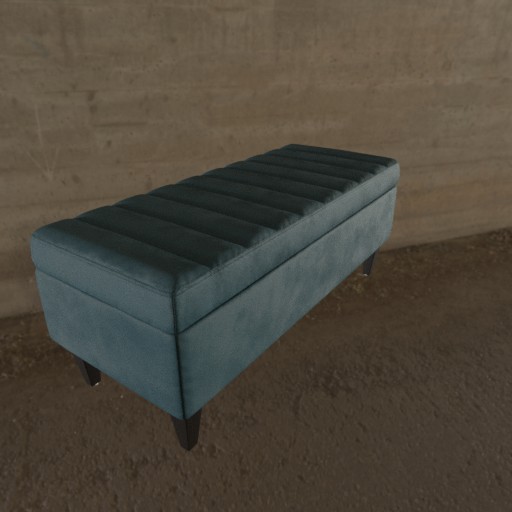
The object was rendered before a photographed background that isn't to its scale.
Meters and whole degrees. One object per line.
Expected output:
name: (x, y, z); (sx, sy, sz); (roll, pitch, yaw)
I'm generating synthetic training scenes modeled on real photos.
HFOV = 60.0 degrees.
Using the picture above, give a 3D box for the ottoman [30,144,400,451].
ottoman: (0.000, 0.000, 1.388); (0.482, 0.469, 1.151); (18, 31, 32)
